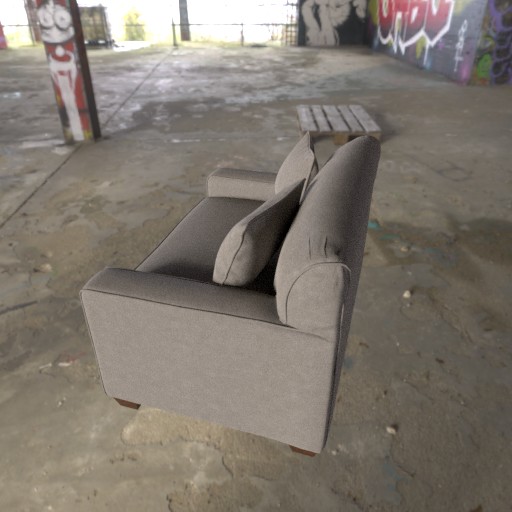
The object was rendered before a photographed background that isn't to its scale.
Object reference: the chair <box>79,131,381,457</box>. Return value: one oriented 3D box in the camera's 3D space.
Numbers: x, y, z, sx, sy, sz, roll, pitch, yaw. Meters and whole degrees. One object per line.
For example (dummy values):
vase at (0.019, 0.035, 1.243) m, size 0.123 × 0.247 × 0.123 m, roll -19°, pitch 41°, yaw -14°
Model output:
chair at (0.000, 0.000, 2.126) m, size 0.992 × 0.953 × 1.395 m, roll 9°, pitch 32°, yaw 15°
